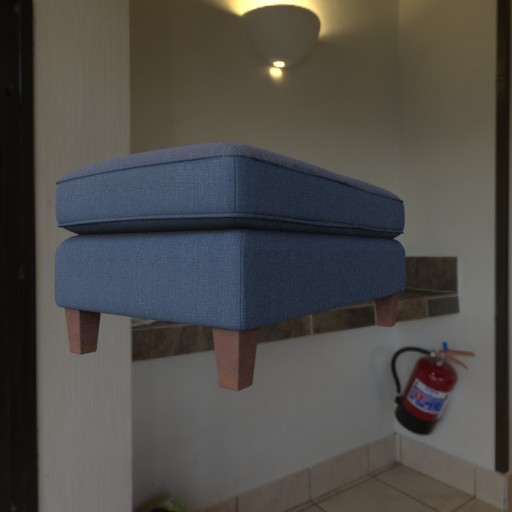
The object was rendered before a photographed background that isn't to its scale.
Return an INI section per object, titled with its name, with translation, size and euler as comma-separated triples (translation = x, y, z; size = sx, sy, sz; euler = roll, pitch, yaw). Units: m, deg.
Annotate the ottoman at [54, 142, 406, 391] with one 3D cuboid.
[ottoman]
translation = 0.000, 0.000, 1.200
size = 0.570, 0.438, 0.885
euler = 0, 1, 35
